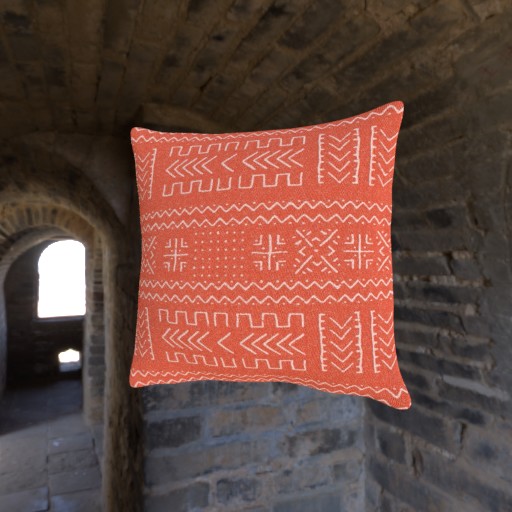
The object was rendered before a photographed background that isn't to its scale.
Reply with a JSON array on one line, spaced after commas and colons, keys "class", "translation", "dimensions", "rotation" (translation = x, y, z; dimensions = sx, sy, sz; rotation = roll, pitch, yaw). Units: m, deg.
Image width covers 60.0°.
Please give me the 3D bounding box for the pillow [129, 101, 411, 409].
[{"class": "pillow", "translation": [0.000, 0.000, 0.668], "dimensions": [0.438, 0.429, 0.164], "rotation": [0, -1, 18]}]
